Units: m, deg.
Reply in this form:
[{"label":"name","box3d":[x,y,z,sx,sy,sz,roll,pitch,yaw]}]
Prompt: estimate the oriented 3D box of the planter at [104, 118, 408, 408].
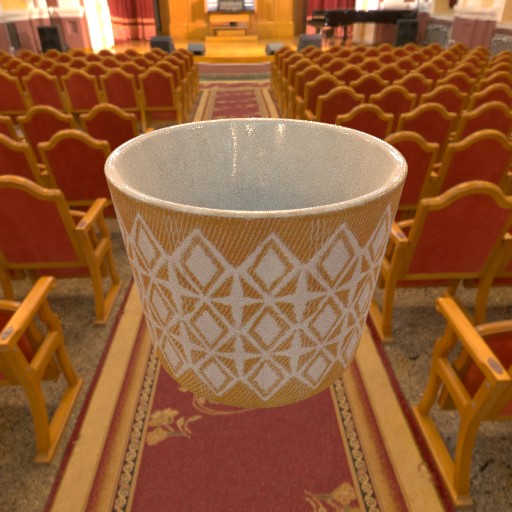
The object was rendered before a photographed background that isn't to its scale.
[{"label":"planter","box3d":[0.000,0.000,0.219,0.126,0.104,0.126,0,31,0]}]
